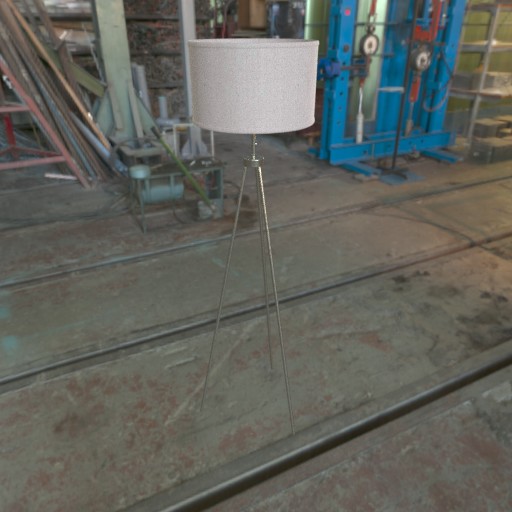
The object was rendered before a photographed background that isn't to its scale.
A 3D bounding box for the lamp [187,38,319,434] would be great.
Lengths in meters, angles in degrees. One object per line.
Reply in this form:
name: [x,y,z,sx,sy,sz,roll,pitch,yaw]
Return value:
lamp: [0.000,0.000,1.764,0.449,1.545,0.460,8,29,15]
